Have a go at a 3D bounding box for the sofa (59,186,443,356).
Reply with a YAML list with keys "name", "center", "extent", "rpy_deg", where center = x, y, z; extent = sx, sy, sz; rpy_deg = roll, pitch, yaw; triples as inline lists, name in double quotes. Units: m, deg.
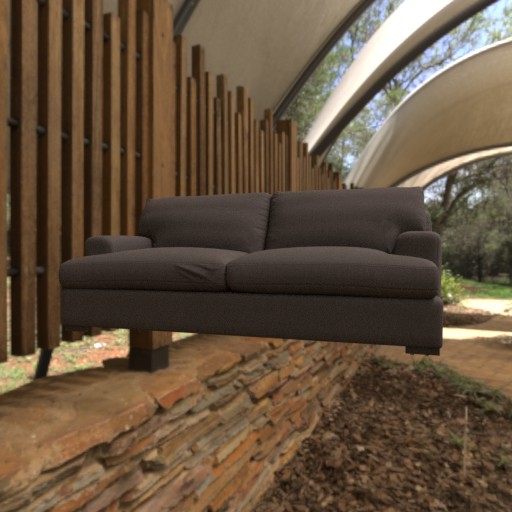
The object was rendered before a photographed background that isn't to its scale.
- name: "sofa"
  center: [0.000, 0.000, 2.931]
  extent: [2.271, 0.950, 1.140]
  rpy_deg: [0, 0, 18]
